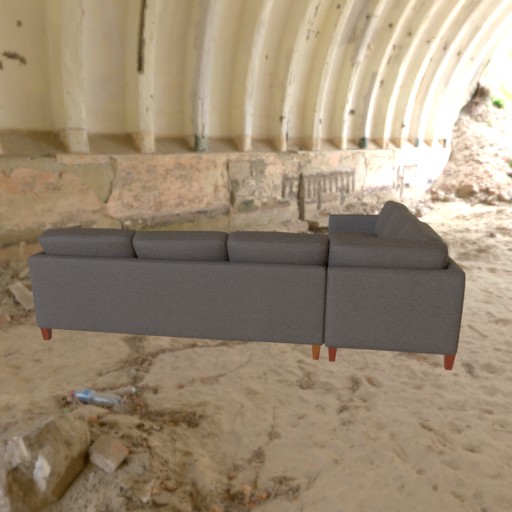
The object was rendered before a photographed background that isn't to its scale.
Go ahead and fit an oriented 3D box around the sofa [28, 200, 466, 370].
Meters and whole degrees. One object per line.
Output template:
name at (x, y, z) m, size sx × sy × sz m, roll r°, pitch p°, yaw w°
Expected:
sofa at (0.000, 0.000, 4.490) m, size 3.302 × 0.947 × 2.593 m, roll 2°, pitch 14°, yaw 9°
